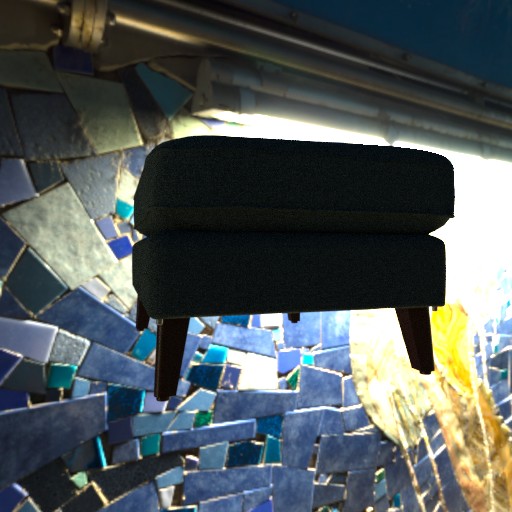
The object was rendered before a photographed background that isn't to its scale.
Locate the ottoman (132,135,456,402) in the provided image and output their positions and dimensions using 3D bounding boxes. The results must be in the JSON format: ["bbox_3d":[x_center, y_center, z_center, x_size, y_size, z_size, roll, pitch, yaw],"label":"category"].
[{"bbox_3d":[0.000,0.000,1.214,0.629,0.503,0.835,0,0,-18],"label":"ottoman"}]
